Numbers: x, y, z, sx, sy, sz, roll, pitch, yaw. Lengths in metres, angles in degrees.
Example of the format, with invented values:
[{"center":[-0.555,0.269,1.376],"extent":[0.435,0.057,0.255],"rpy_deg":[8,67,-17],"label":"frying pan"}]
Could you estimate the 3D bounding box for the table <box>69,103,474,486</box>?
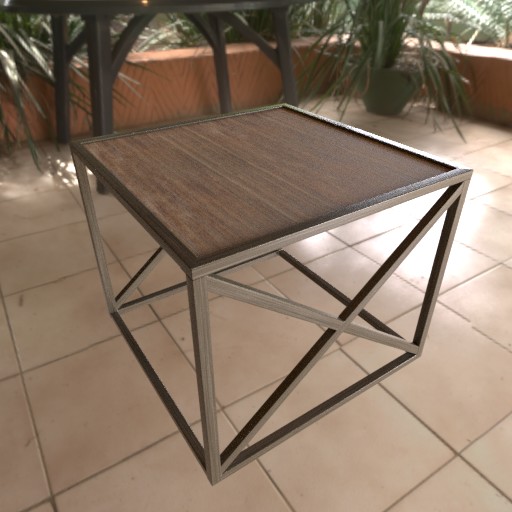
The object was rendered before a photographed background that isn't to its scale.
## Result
[{"center":[0.000,0.000,1.068],"extent":[0.611,0.507,0.609],"rpy_deg":[-20,38,-28],"label":"table"}]
